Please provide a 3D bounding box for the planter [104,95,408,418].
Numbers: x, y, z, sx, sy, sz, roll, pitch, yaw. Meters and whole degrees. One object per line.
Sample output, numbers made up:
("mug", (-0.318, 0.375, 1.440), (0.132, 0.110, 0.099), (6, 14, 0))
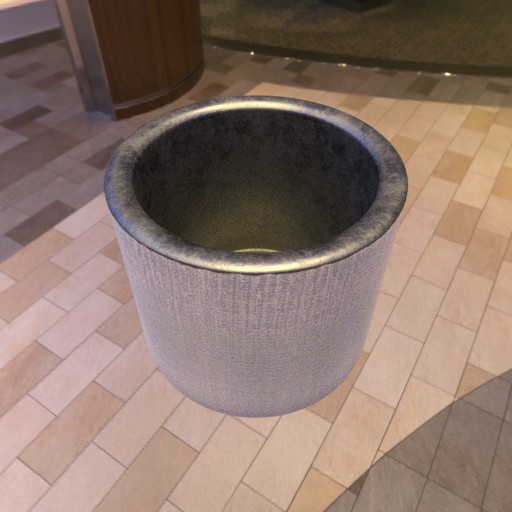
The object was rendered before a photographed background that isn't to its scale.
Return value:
("planter", (0.000, 0.000, 0.223), (0.125, 0.112, 0.125), (0, 46, 0))
